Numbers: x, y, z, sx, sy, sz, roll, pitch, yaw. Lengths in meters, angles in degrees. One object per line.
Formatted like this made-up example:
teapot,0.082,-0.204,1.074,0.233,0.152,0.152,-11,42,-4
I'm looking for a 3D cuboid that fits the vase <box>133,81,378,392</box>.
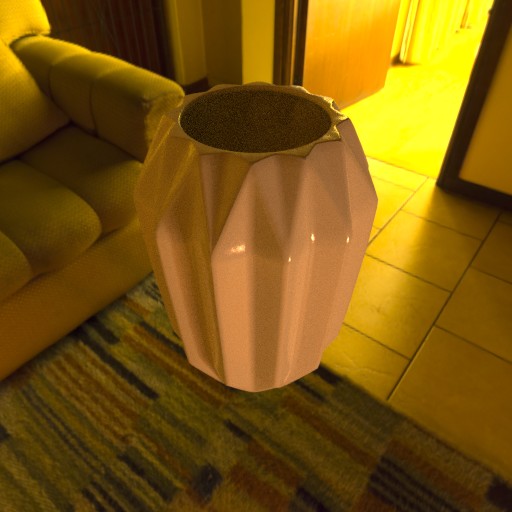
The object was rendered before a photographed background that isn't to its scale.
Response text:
vase,0.000,0.000,0.412,0.195,0.275,0.195,0,42,0
